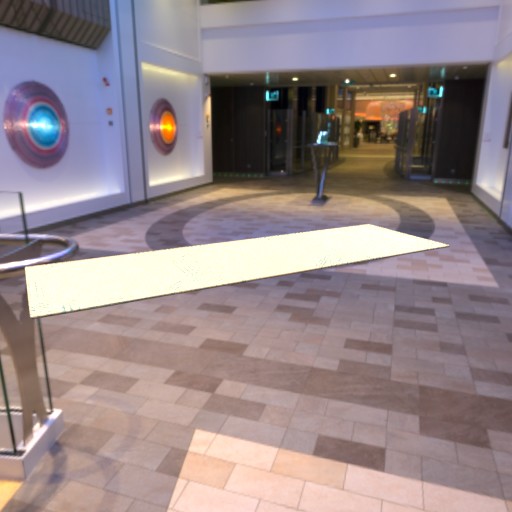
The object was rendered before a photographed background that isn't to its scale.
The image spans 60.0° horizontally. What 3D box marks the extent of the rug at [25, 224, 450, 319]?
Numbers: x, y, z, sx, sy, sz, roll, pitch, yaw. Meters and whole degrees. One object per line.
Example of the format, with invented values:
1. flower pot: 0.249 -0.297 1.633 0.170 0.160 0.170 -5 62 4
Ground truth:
1. rug: 0.000 0.000 2.651 2.452 0.012 0.775 -8 18 -27
